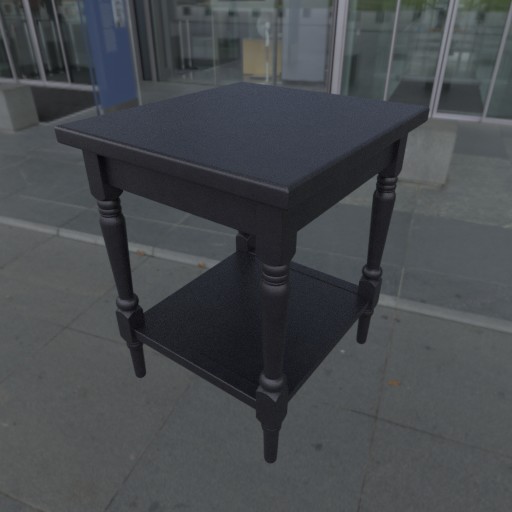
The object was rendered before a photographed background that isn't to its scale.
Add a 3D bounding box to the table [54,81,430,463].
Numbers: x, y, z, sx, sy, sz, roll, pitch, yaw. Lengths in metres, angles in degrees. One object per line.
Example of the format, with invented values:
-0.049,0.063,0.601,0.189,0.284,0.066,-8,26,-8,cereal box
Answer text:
0.000,0.000,0.906,0.442,0.565,0.488,21,37,30,table
